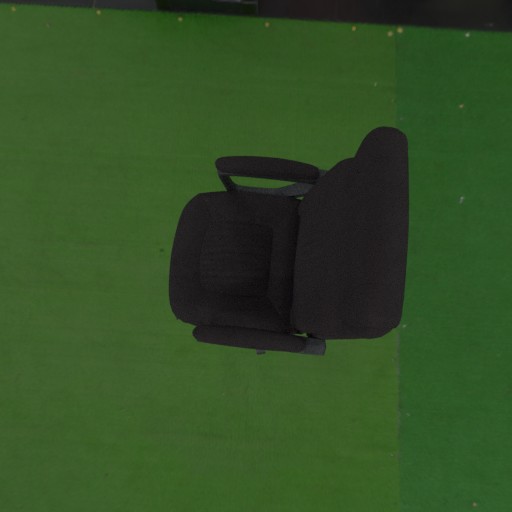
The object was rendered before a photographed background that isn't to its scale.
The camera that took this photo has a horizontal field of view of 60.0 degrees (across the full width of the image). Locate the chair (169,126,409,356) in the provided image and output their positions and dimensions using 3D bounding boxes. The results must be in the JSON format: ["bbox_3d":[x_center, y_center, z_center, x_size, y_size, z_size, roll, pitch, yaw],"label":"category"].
[{"bbox_3d":[0.000,0.000,1.540,0.724,1.105,0.667,6,78,1],"label":"chair"}]
